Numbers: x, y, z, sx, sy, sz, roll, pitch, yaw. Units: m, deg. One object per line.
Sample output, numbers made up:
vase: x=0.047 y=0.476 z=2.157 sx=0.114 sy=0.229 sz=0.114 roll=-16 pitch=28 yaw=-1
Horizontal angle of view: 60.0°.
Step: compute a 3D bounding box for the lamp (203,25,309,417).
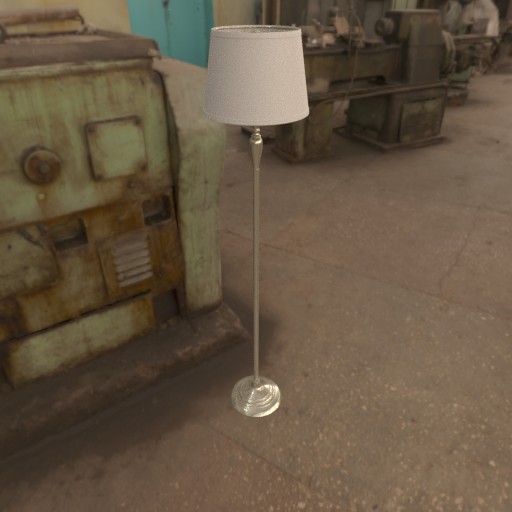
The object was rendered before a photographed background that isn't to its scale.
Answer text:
lamp: x=0.000 y=0.000 z=1.645 sx=0.327 sy=1.506 sz=0.327 roll=21 pitch=37 yaw=30
